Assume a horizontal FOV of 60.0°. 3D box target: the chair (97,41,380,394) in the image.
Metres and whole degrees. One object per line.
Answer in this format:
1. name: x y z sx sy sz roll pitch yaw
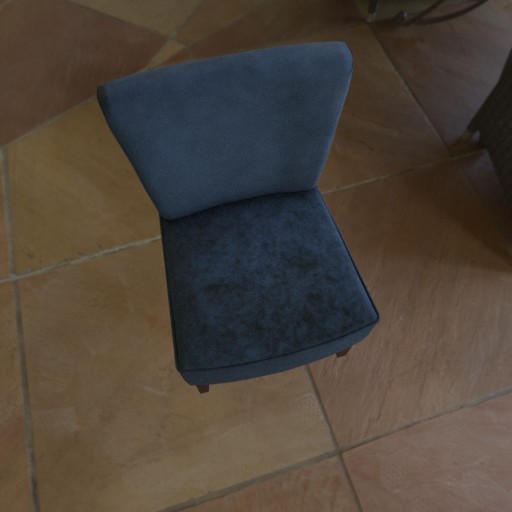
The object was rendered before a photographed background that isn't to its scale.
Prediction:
1. chair: 0.000 0.000 1.144 0.521 0.806 0.551 -13 65 -6
